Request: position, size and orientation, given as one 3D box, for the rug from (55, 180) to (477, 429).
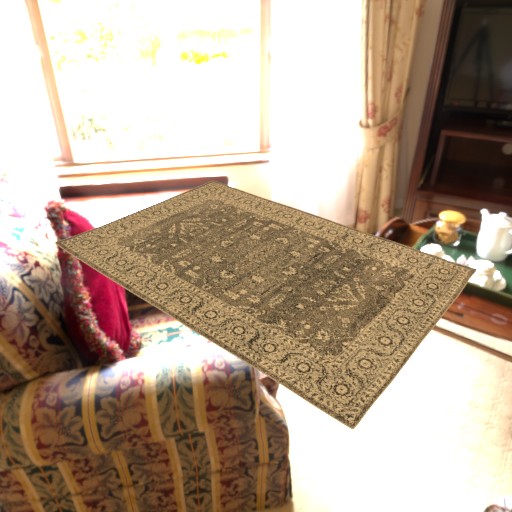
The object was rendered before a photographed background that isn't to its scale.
[{"bbox_3d":[0.000,0.000,2.278,1.828,0.019,1.209,24,38,34],"label":"rug"}]
